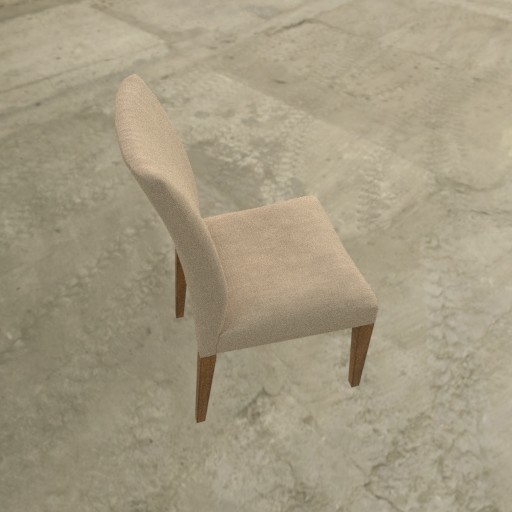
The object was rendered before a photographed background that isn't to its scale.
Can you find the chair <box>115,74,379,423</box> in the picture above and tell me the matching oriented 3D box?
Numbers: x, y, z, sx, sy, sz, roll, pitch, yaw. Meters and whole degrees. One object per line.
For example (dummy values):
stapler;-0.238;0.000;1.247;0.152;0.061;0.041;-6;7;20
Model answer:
chair;0.000;0.000;1.270;0.585;0.940;0.496;-12;48;-11
